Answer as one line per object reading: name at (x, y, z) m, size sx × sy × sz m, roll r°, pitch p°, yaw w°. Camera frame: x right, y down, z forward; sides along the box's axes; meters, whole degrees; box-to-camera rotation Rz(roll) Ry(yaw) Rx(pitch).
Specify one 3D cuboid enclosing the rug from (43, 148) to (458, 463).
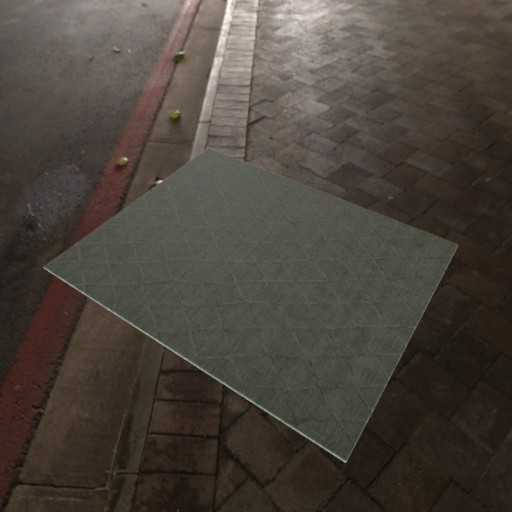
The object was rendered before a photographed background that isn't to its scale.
rug at (0.000, 0.000, 4.135) m, size 3.039 × 0.019 × 2.420 m, roll 26°, pitch 51°, yaw 23°
